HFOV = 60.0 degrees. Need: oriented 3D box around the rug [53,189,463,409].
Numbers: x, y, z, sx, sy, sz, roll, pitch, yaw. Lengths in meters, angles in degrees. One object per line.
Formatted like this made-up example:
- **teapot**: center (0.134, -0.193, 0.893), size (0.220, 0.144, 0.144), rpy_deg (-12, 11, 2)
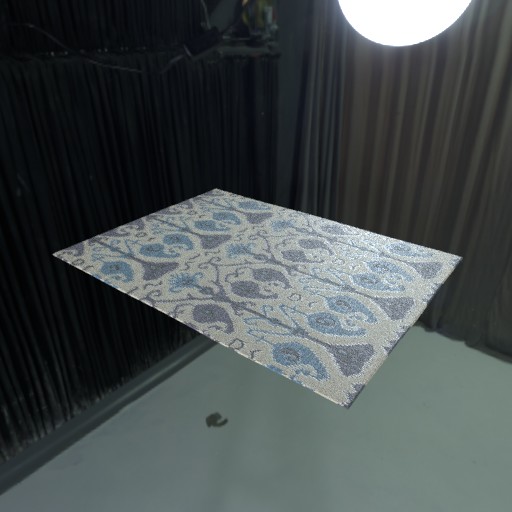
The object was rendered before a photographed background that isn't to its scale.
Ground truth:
- **rug**: center (0.000, 0.000, 3.030), size (2.261, 0.013, 1.676), rpy_deg (20, 34, 33)
